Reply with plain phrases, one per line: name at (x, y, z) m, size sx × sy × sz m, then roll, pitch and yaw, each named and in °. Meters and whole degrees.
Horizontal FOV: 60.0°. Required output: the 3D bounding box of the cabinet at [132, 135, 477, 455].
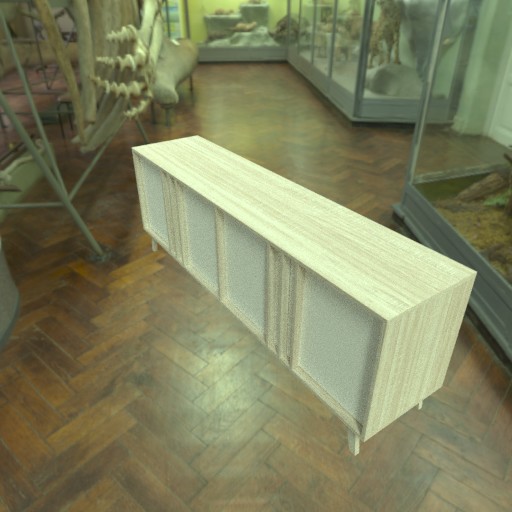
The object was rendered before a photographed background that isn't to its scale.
cabinet at (0.000, 0.000, 2.522) m, size 0.500 × 0.780 × 2.200 m, roll -20°, pitch 36°, yaw -29°
